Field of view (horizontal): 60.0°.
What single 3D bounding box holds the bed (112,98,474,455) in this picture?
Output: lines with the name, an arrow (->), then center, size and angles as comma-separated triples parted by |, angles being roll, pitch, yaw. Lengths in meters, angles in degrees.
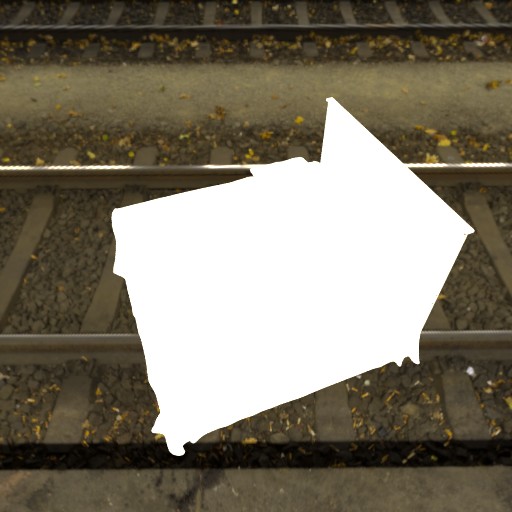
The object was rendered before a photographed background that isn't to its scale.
bed -> 0.000, 0.000, 3.203 | 2.047, 1.269, 1.876 | -16, 49, -15
